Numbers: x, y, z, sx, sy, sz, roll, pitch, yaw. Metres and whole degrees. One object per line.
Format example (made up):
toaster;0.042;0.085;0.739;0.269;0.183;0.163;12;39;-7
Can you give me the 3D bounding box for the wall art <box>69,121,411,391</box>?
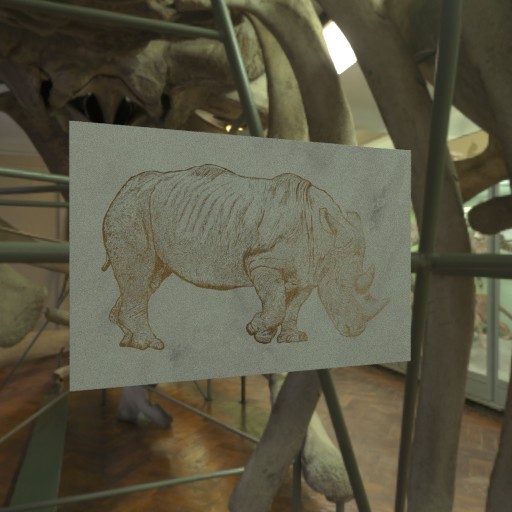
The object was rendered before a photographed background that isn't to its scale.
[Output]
wall art;0.000;0.000;0.493;0.381;0.254;0.038;0;0;-18
